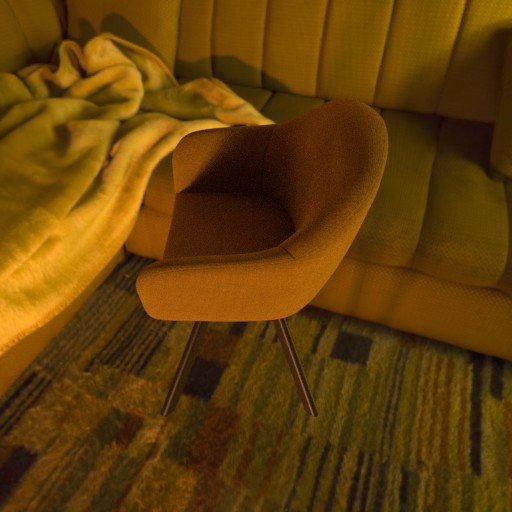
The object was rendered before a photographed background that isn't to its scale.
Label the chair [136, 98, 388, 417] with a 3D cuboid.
[{"bbox_3d":[0.000,0.000,1.193,0.550,0.795,0.590,0,41,0],"label":"chair"}]
